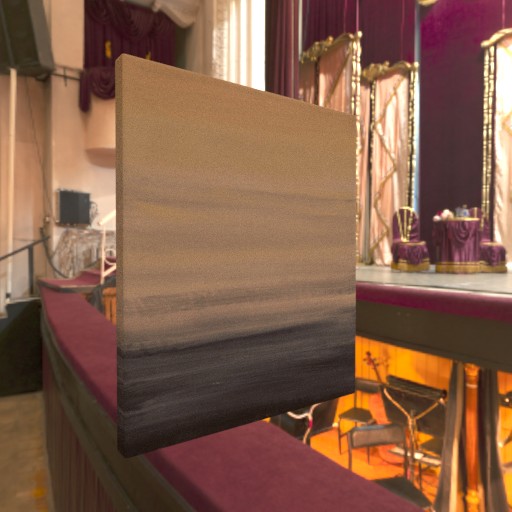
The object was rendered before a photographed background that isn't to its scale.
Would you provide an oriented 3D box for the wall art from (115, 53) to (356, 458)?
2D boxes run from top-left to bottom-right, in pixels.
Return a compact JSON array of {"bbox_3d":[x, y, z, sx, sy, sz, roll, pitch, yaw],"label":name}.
[{"bbox_3d":[0.000,0.000,0.969,0.608,0.710,0.041,-1,1,-37],"label":"wall art"}]
